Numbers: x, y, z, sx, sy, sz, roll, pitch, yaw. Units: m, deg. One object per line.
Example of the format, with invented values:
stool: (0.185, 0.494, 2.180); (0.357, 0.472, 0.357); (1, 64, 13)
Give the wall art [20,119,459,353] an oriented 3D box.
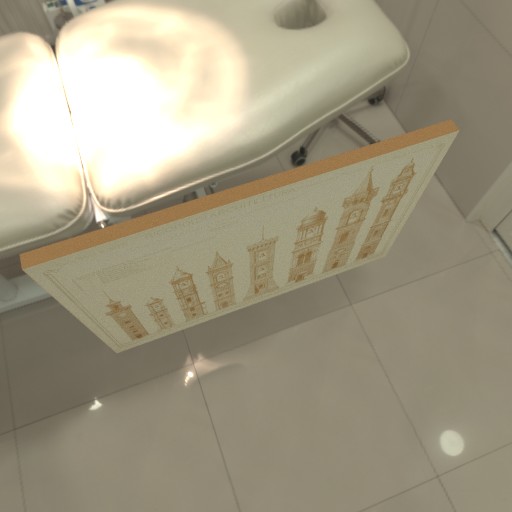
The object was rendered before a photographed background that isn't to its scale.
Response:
wall art: (0.000, 0.000, 1.150); (0.915, 0.608, 0.033); (-19, 65, -9)
